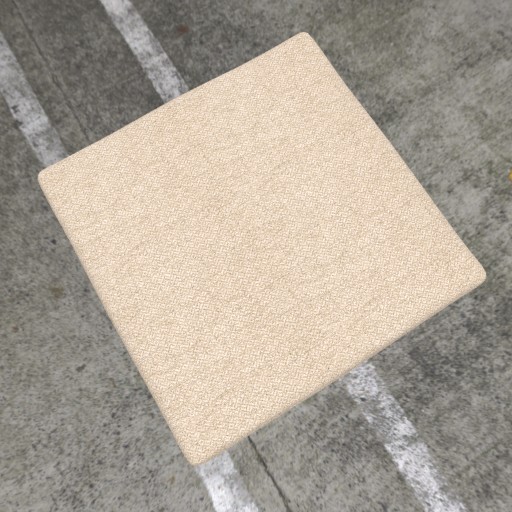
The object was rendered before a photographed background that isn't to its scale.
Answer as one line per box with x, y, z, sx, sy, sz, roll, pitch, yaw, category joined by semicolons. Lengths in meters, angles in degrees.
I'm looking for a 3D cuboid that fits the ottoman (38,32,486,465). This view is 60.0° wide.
0.000;0.000;0.848;0.508;0.432;0.508;-31;78;-7;ottoman
